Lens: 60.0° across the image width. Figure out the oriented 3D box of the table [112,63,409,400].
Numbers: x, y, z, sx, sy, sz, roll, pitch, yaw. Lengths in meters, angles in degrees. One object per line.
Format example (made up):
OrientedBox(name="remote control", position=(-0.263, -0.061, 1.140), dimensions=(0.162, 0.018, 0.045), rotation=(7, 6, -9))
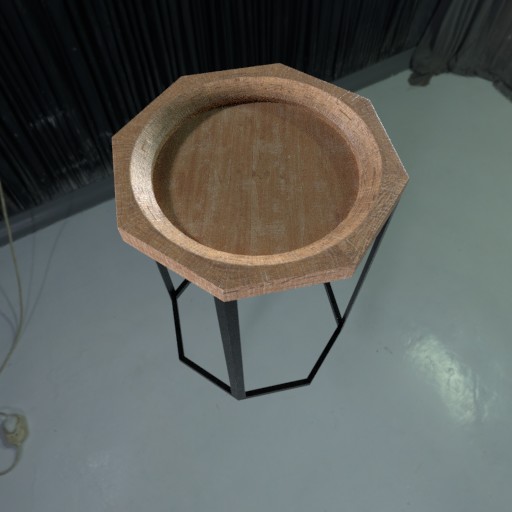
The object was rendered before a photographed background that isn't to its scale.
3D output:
OrientedBox(name="table", position=(0.000, 0.000, 0.876), dimensions=(0.437, 0.553, 0.437), rotation=(-30, 64, -17))
